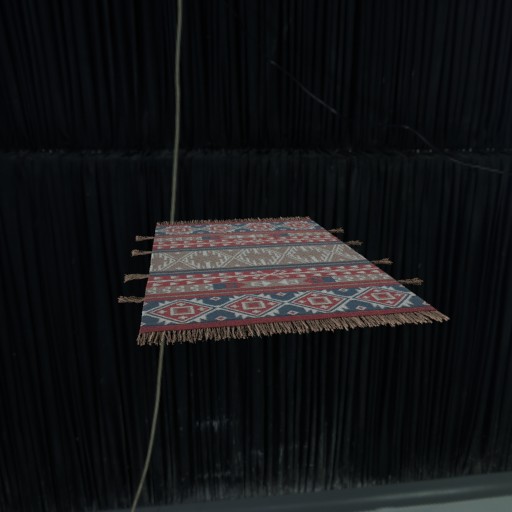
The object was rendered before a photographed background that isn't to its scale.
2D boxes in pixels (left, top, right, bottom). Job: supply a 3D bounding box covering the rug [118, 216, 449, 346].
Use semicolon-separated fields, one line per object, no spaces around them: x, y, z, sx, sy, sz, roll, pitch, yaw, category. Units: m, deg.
0.000;0.000;2.627;1.469;0.040;2.025;-3;17;-10;rug
